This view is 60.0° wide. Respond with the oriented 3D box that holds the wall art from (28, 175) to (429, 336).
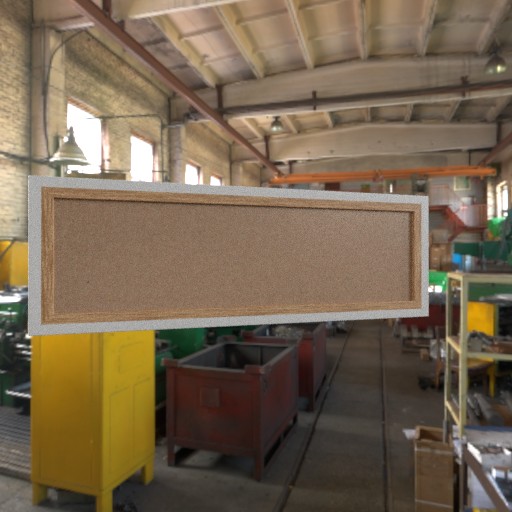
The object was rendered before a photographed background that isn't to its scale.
[{"bbox_3d":[0.000,0.000,1.649,1.520,0.507,0.039,0,0,-18],"label":"wall art"}]
